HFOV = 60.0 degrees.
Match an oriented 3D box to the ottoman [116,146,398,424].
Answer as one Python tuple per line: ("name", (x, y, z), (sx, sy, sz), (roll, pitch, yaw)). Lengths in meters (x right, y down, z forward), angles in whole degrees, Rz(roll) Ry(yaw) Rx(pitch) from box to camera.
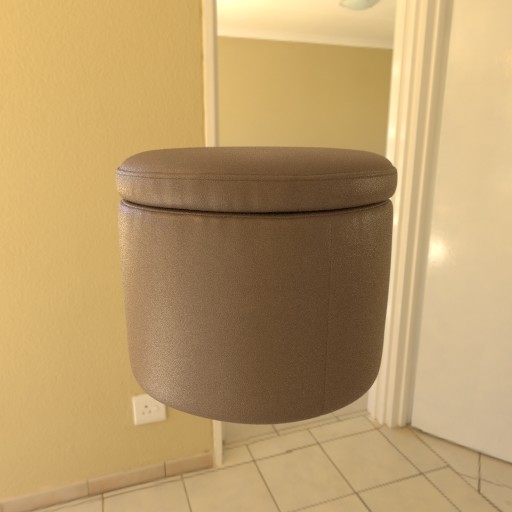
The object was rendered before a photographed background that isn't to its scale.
("ottoman", (0.000, 0.000, 0.856), (0.500, 0.409, 0.500), (0, 14, 0))
